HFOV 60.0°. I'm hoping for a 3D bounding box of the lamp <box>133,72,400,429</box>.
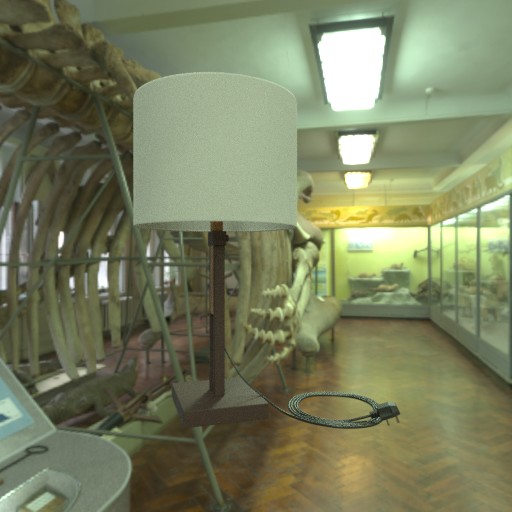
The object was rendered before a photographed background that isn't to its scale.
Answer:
[{"bbox_3d":[0.000,0.000,0.987,0.525,0.668,0.396,0,0,-17],"label":"lamp"}]
